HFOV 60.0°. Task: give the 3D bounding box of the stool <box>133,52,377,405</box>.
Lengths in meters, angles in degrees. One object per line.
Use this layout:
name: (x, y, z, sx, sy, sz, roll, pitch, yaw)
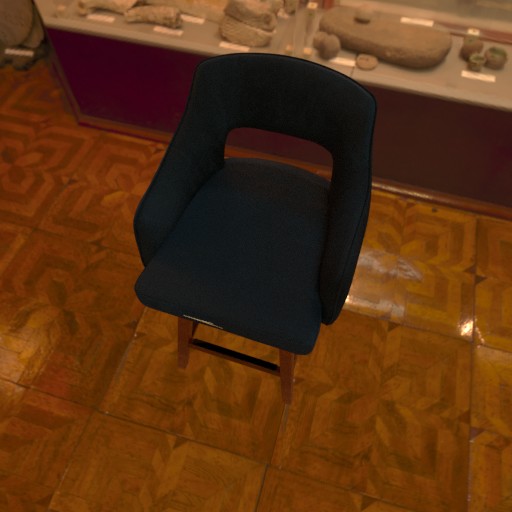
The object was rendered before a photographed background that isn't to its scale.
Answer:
stool: (0.000, 0.000, 1.295, 0.550, 0.940, 0.560, 16, 59, 10)
